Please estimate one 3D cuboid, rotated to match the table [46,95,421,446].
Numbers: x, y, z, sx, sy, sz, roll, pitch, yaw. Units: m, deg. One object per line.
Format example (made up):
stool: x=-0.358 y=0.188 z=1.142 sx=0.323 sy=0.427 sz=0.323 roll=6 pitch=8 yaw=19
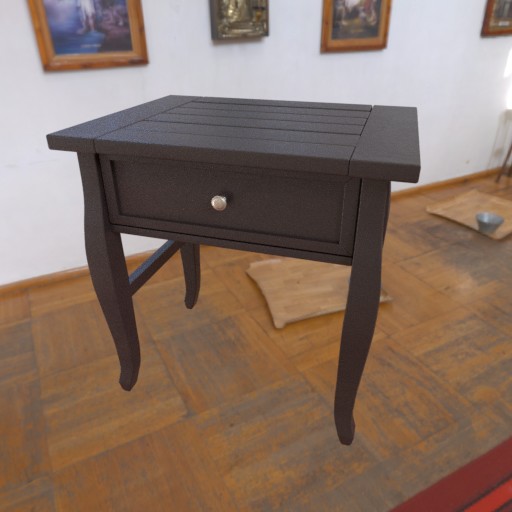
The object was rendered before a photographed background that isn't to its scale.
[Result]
table: x=0.000 y=0.000 z=1.005 sx=0.602 sy=0.605 sz=0.460 roll=8 pitch=29 yaw=15
